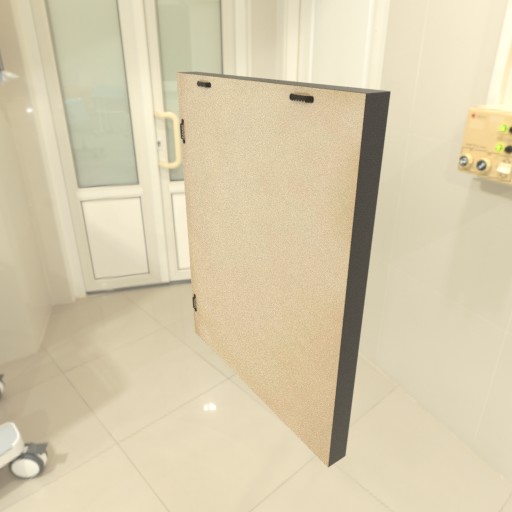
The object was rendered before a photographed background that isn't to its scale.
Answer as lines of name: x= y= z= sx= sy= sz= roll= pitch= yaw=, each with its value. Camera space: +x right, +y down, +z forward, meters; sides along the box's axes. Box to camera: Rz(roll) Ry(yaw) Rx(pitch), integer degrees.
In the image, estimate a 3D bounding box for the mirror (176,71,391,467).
mirror: x=0.000 y=0.000 z=0.685 sx=0.041 sy=0.508 sz=0.405 roll=-17 pitch=30 yaw=-31
